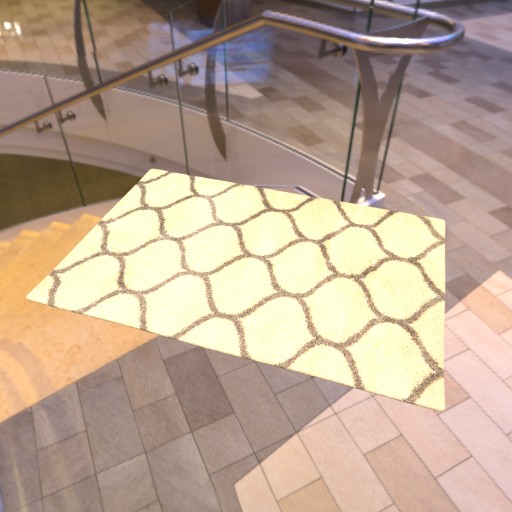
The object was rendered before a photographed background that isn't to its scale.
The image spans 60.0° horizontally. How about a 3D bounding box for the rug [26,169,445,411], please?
[{"bbox_3d":[0.000,0.000,3.325,2.701,0.026,1.801,12,43,13],"label":"rug"}]
